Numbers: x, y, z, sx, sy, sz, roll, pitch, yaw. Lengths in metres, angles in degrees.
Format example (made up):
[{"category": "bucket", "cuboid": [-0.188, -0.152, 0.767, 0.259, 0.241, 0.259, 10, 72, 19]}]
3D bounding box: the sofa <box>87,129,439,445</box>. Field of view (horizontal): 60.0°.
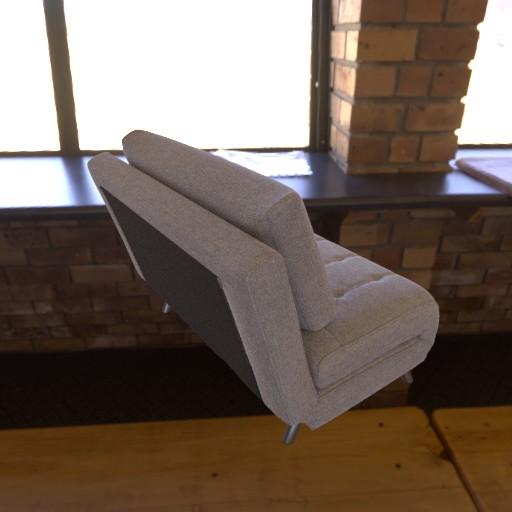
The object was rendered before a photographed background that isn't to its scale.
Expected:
[{"category": "sofa", "cuboid": [0.000, 0.000, 1.819, 0.910, 0.910, 1.220, -18, 32, -31]}]
